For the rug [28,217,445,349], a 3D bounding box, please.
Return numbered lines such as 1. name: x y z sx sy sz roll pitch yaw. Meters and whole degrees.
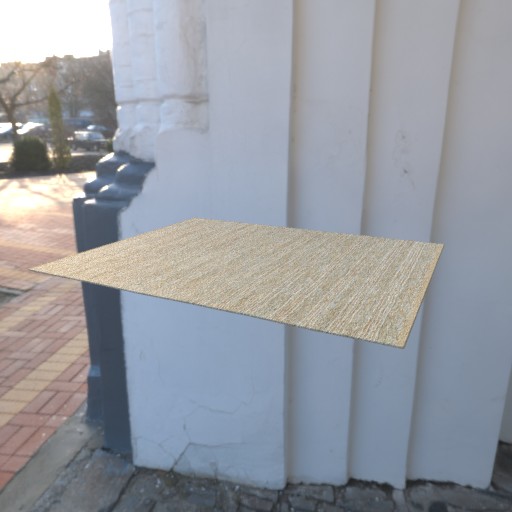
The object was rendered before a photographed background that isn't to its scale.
1. rug: 0.000 0.000 4.093 3.034 0.012 2.471 8 18 26
